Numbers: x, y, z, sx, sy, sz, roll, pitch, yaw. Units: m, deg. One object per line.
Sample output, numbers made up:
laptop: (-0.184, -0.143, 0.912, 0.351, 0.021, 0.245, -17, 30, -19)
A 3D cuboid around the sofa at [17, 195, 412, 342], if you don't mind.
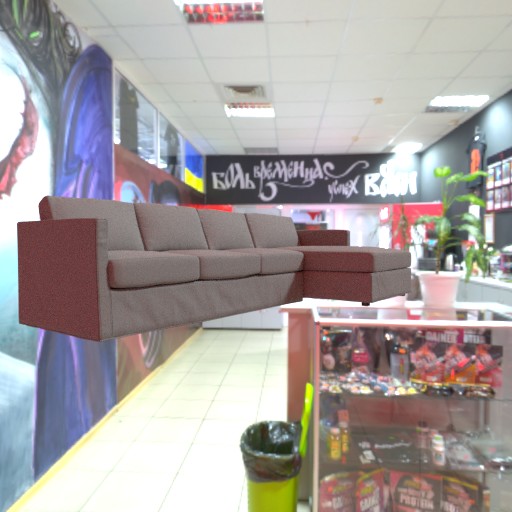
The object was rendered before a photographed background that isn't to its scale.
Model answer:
sofa: (0.000, 0.000, 3.735, 1.622, 0.867, 3.177, 1, 2, 37)
